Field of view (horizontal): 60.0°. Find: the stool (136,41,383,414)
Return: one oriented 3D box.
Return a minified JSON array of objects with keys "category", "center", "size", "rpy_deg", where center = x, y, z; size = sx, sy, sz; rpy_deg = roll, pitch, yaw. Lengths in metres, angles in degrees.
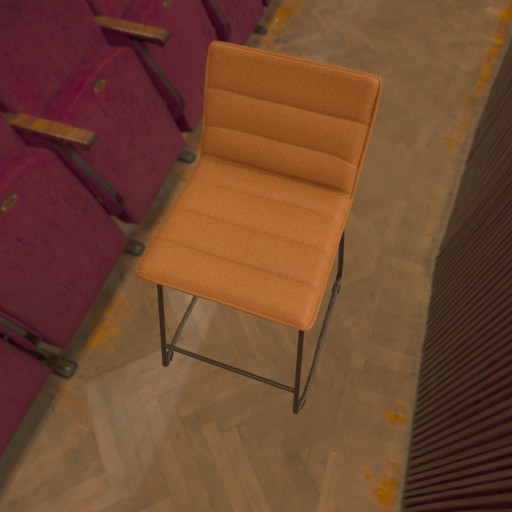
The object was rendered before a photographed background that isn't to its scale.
[{"category":"stool","center":[0.000,0.000,1.177],"size":[0.489,0.866,0.524],"rpy_deg":[17,60,10]}]
